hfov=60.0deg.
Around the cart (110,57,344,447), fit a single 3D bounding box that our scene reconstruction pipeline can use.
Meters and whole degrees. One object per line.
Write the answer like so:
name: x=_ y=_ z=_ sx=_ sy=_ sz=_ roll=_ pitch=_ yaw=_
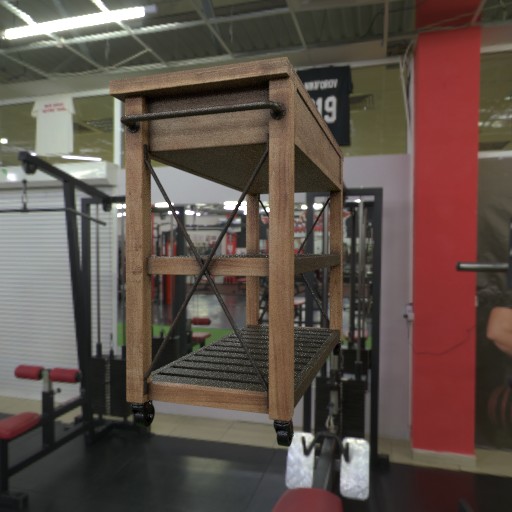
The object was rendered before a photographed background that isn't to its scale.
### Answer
cart: x=0.000 y=0.000 z=0.961 sx=0.298 sy=0.554 sz=0.686 roll=0 pitch=1 yaw=18
